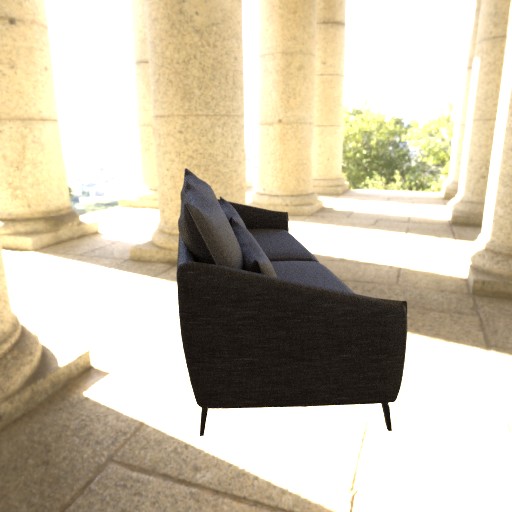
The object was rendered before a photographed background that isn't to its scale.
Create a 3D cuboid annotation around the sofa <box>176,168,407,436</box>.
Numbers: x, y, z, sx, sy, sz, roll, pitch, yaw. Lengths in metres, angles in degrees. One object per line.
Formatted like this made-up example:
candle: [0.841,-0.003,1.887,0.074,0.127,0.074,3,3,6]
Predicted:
sofa: [0.000,0.000,2.429,0.807,0.843,2.019,-2,15,-8]
